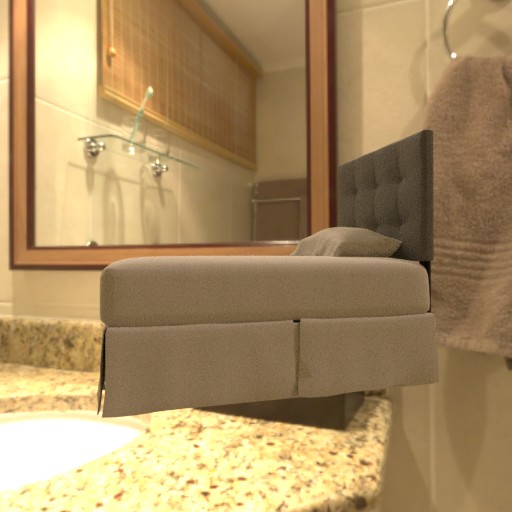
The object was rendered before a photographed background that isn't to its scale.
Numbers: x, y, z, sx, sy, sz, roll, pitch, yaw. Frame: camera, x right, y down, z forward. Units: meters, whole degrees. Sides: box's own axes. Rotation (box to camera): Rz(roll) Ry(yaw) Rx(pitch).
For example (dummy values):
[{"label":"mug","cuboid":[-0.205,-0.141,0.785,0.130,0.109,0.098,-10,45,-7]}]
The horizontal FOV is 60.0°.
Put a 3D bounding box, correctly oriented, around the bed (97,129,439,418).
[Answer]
[{"label":"bed","cuboid":[0.000,0.000,2.988,1.997,1.571,1.261,0,0,-17]}]
